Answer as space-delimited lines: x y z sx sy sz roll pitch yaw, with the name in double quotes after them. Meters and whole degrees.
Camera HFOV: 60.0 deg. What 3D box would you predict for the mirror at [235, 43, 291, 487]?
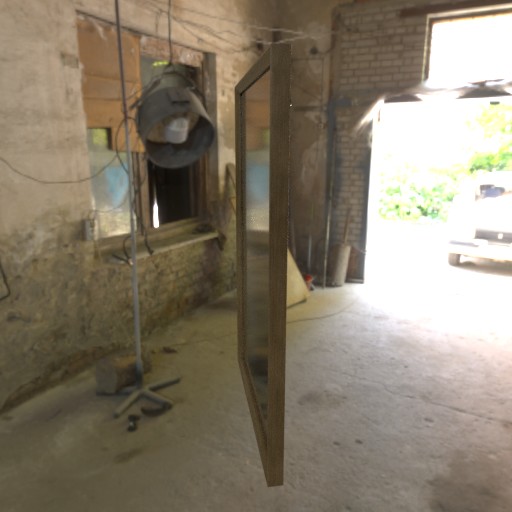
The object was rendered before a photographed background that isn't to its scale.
0.000 0.000 1.176 0.041 0.915 0.609 -2 14 -8 "mirror"
